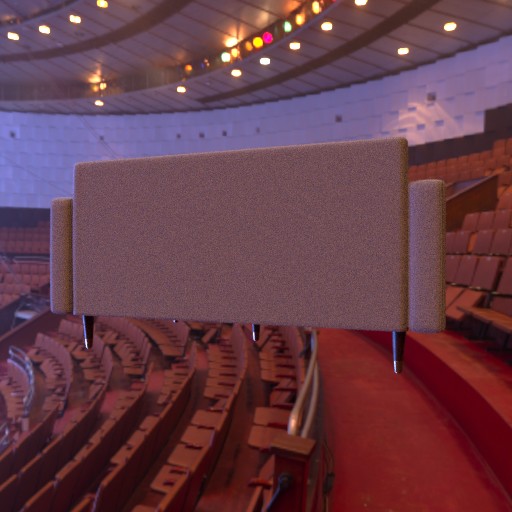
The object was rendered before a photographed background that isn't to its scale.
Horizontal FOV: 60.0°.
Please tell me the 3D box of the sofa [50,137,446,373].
[{"bbox_3d":[0.000,0.000,2.099,1.585,0.801,0.950,0,0,18],"label":"sofa"}]
